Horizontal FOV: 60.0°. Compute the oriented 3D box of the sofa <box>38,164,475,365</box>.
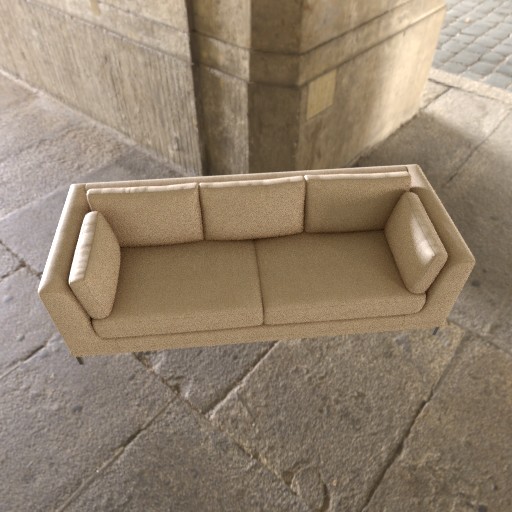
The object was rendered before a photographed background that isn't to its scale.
[{"bbox_3d":[0.000,0.000,2.955,2.415,0.867,0.969,-4,46,-4],"label":"sofa"}]
